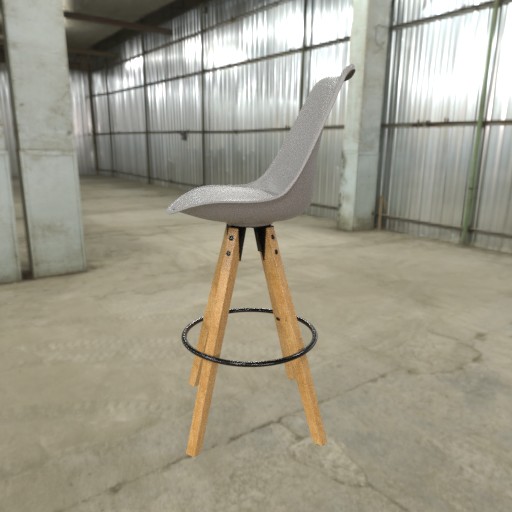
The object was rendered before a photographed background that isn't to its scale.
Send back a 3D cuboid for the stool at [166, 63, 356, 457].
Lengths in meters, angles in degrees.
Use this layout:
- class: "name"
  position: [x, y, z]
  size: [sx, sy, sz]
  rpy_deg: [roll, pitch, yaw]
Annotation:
- class: "stool"
  position: [0.000, 0.000, 1.418]
  size: [0.550, 1.115, 0.485]
  rpy_deg: [-2, 14, -7]
